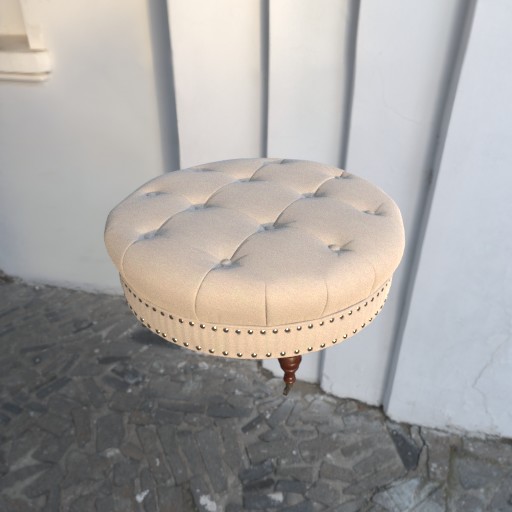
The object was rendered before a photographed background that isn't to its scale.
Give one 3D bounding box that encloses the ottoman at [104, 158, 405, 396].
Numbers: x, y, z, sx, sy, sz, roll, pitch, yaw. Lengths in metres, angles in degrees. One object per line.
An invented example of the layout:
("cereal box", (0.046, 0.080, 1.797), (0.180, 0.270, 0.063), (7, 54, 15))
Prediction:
("ottoman", (0.000, 0.000, 1.434), (0.901, 0.439, 0.901), (0, 31, 0))
